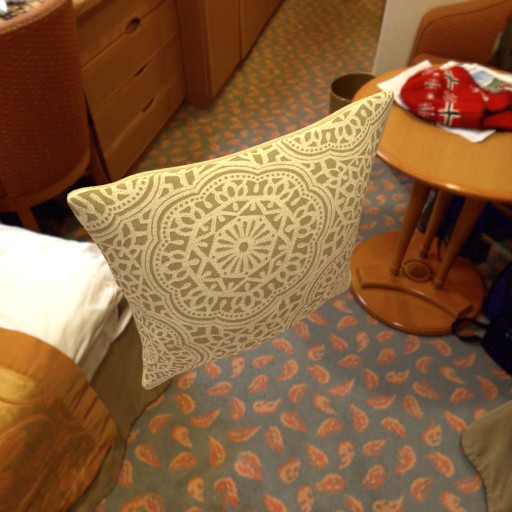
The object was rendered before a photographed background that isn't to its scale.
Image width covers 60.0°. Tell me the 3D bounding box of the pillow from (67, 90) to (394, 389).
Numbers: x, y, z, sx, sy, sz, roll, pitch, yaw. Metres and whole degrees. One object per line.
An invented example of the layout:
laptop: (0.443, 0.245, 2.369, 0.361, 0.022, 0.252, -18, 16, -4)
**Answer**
pillow: (0.000, 0.000, 0.664, 0.438, 0.421, 0.167, -24, 52, -21)
